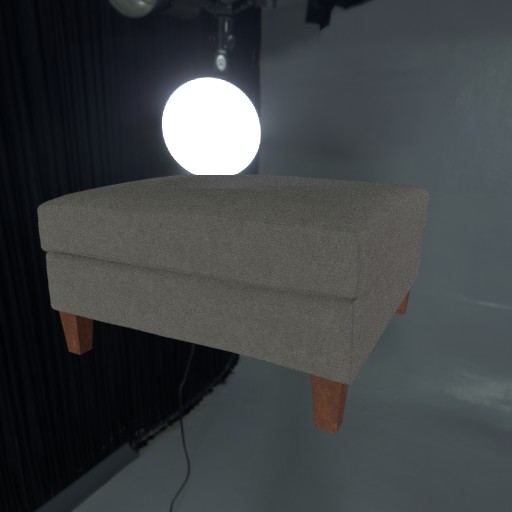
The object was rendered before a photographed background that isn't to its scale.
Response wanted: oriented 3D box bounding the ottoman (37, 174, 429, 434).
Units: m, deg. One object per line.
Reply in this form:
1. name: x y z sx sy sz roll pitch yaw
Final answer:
1. ottoman: 0.000 0.000 1.366 0.881 0.482 0.861 7 16 27
